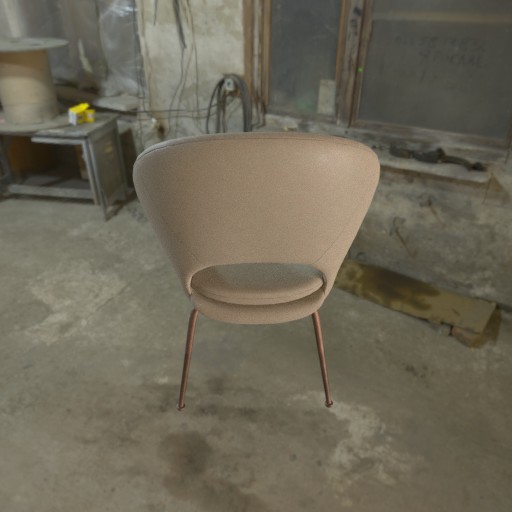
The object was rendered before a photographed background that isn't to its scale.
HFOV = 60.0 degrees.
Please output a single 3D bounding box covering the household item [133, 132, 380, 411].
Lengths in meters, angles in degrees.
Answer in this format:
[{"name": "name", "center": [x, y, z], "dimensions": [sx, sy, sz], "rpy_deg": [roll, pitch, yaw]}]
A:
[{"name": "household item", "center": [0.000, 0.000, 1.276], "dimensions": [0.623, 0.852, 0.573], "rpy_deg": [-1, 31, -1]}]
